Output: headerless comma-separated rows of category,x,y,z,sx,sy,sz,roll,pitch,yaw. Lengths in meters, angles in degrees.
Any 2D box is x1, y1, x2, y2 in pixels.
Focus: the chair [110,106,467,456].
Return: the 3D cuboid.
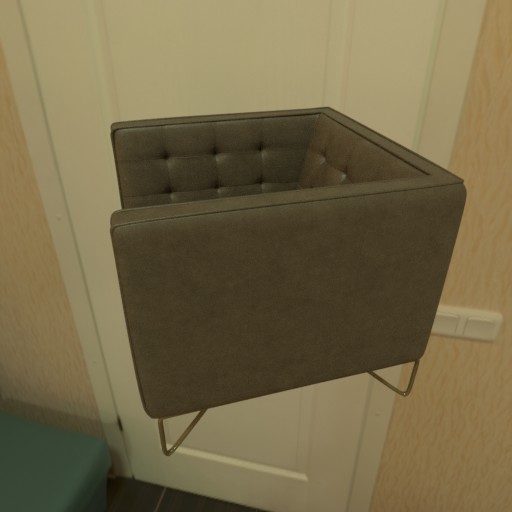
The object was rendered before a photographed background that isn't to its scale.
chair,0.000,0.000,1.548,0.894,0.790,0.880,-8,32,-13
